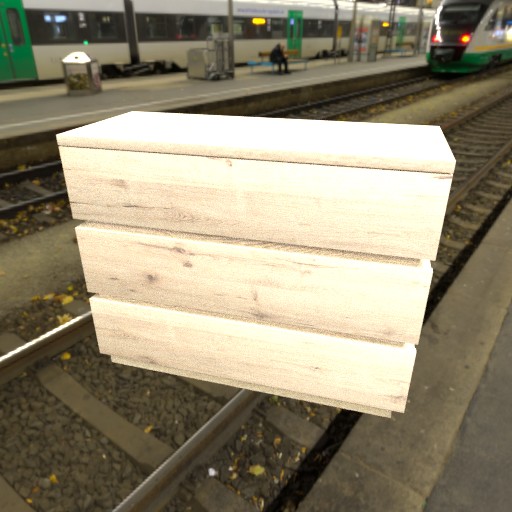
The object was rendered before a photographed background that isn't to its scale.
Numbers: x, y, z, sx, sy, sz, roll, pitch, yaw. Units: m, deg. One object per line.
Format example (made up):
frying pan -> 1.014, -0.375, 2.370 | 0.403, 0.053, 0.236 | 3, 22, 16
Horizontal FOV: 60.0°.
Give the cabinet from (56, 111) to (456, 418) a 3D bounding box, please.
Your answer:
cabinet -> 0.000, 0.000, 1.476 | 1.040, 0.820, 0.420 | 7, 28, 14
